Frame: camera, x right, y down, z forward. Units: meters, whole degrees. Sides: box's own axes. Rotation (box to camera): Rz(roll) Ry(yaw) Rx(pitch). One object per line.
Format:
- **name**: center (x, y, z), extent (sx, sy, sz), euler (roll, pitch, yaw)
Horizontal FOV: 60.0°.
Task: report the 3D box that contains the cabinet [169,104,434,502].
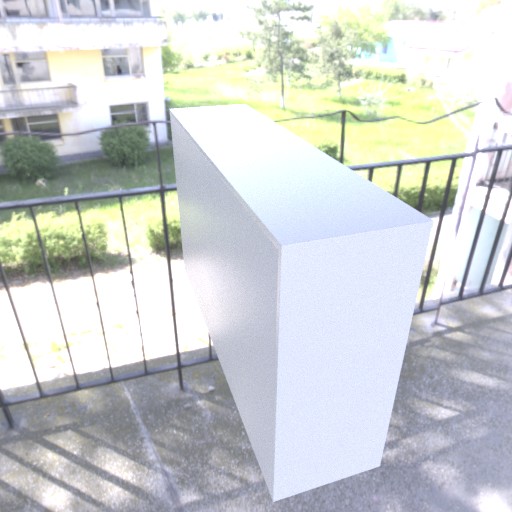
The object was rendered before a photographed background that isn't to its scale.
- **cabinet**: center (0.000, 0.000, 1.790), extent (0.380, 0.900, 1.450), euler (-10, 31, -16)
